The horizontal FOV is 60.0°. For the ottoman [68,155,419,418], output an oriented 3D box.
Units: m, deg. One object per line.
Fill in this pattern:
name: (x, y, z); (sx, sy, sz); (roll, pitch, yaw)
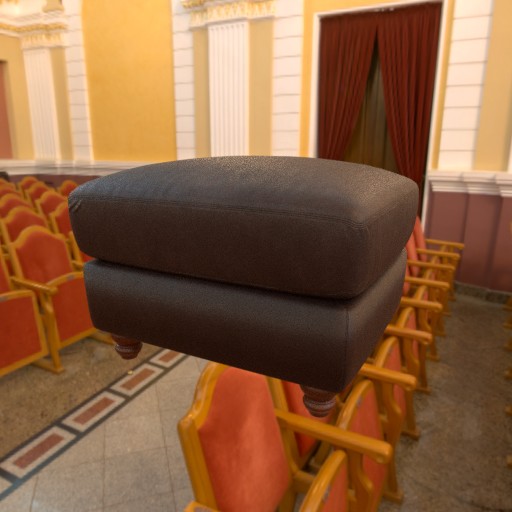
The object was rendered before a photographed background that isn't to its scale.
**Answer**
ottoman: (0.000, 0.000, 1.297); (0.806, 0.569, 0.670); (8, 16, 27)
